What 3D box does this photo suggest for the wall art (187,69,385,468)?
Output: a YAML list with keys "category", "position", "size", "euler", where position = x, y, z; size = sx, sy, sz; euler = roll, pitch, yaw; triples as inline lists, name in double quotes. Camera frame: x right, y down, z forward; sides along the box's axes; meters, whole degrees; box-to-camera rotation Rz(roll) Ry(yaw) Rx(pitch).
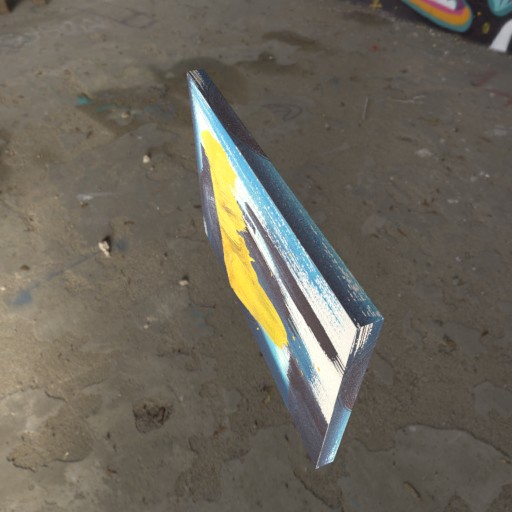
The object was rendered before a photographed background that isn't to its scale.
- category: "wall art"
  position: [0.000, 0.000, 0.777]
  size: [0.033, 0.406, 0.609]
  euler: [-16, 49, -15]
